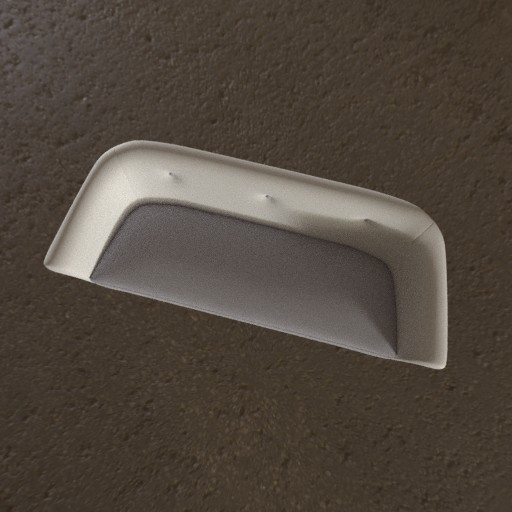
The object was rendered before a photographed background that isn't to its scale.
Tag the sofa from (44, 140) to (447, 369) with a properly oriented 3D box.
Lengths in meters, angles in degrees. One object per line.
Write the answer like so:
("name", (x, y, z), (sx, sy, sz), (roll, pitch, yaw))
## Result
("sofa", (0.000, 0.000, 2.583), (2.160, 0.795, 0.827), (14, 76, 4))
